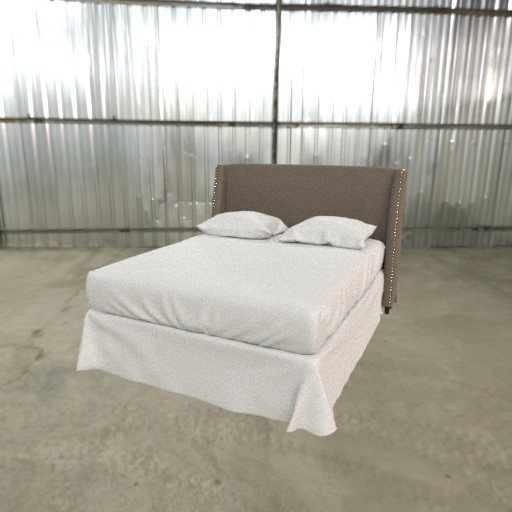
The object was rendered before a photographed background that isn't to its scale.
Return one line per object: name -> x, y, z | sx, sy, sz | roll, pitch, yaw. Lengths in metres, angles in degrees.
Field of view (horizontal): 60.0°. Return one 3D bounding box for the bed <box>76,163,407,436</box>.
bed -> 0.000, 0.000, 3.516 | 1.925, 1.332, 2.276 | 7, 16, 25
